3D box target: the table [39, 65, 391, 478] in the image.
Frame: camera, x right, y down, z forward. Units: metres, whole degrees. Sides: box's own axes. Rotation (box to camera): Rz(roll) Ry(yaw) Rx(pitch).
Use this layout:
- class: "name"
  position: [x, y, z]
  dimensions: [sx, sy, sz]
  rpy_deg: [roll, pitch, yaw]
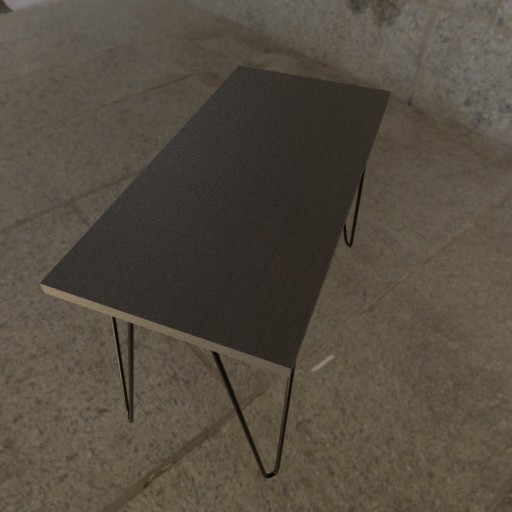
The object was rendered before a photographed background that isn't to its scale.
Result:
- class: "table"
  position: [0.000, 0.000, 1.333]
  dimensions: [0.499, 0.660, 0.991]
  rpy_deg: [16, 49, 14]
